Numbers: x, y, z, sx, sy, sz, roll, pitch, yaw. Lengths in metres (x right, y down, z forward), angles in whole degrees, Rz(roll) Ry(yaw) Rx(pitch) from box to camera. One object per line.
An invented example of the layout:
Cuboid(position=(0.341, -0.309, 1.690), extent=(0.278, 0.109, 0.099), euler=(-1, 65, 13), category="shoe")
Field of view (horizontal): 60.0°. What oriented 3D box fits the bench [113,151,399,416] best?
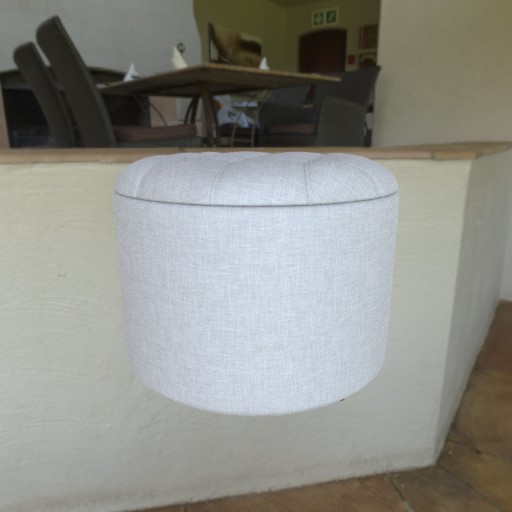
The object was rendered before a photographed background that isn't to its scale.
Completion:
Cuboid(position=(0.000, 0.000, 1.008), extent=(0.600, 0.453, 0.600), euler=(0, 15, 0), category="bench")
